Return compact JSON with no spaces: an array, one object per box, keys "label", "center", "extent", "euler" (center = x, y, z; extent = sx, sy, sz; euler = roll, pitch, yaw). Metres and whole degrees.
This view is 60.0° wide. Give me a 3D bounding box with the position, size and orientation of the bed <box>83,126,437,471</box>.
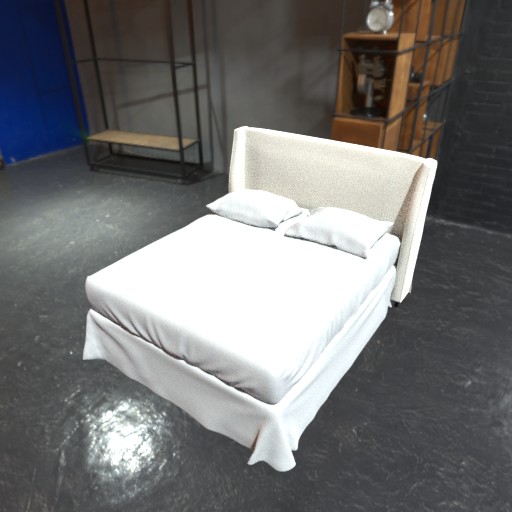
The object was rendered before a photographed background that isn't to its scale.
[{"label":"bed","center":[0.000,0.000,3.456],"extent":[1.925,1.332,2.276],"euler":[19,35,30]}]
